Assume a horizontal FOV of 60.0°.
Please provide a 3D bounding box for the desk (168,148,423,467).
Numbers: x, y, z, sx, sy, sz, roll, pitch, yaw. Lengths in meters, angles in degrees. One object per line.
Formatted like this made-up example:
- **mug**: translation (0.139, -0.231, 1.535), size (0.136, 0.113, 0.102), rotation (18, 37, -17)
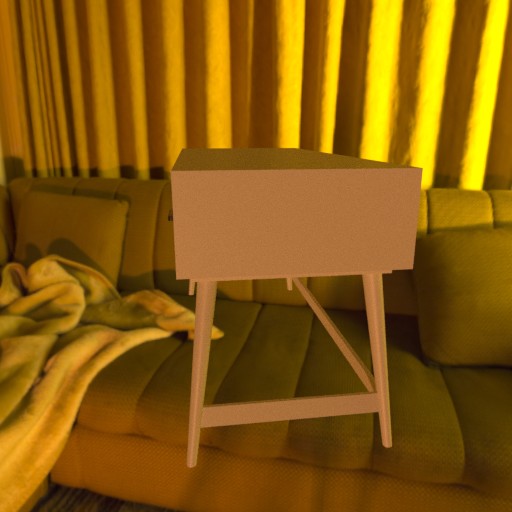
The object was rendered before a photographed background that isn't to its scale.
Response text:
- **desk**: translation (0.000, 0.000, 1.707), size (0.589, 0.762, 1.313), rotation (-2, 16, -8)
